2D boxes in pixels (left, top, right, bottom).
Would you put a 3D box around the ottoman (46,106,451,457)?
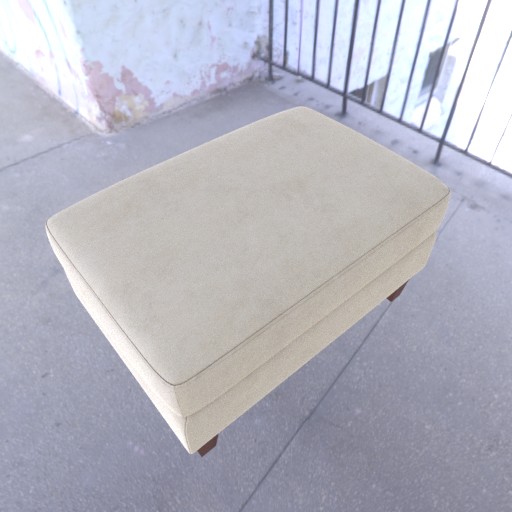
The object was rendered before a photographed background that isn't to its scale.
[{"bbox_3d":[0.000,0.000,1.198,0.864,0.483,0.584,-32,54,-26],"label":"ottoman"}]
